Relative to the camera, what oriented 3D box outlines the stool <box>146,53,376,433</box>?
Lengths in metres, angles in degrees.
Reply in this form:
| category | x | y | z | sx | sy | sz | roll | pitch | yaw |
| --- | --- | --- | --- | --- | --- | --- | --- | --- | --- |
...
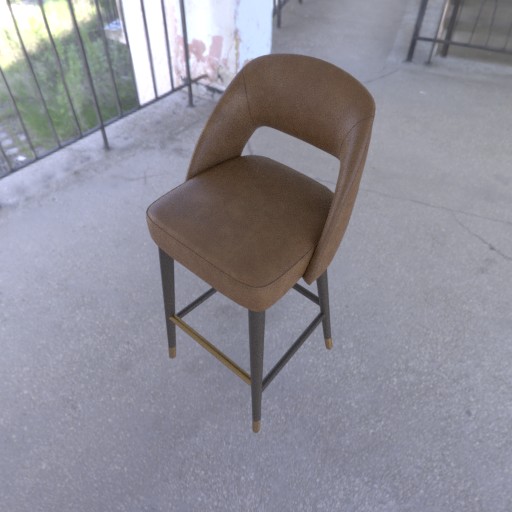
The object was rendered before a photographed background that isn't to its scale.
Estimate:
| category | x | y | z | sx | sy | sz | roll | pitch | yaw |
| --- | --- | --- | --- | --- | --- | --- | --- | --- | --- |
| stool | 0.000 | 0.000 | 1.354 | 0.494 | 1.037 | 0.509 | 33 | 55 | 27 |
